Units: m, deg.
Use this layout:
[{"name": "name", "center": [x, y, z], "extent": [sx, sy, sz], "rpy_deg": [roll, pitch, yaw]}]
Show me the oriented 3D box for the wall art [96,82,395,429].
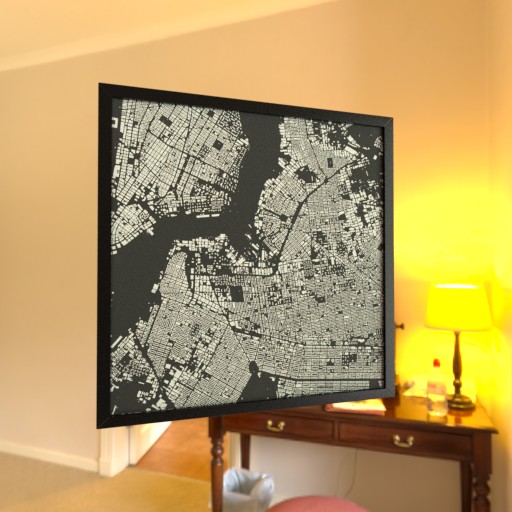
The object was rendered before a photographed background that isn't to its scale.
[{"name": "wall art", "center": [0.000, 0.000, 0.445], "extent": [0.299, 0.299, 0.037], "rpy_deg": [0, -1, -18]}]
